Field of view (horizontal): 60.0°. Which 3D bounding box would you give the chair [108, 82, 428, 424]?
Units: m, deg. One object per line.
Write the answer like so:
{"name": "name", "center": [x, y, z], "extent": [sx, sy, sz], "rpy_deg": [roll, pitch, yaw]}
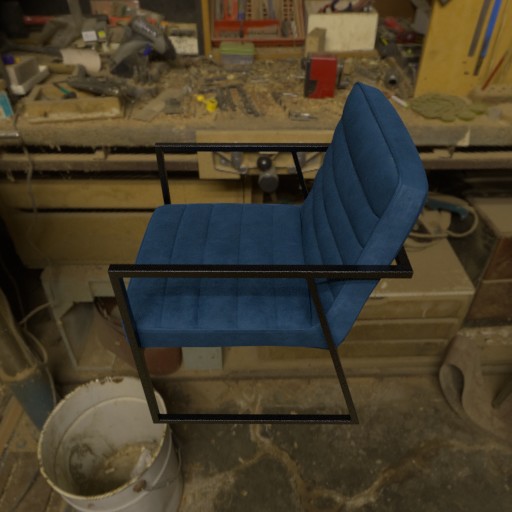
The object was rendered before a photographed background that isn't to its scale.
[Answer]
{"name": "chair", "center": [0.000, 0.000, 1.260], "extent": [0.677, 0.833, 0.571], "rpy_deg": [0, 41, 0]}
